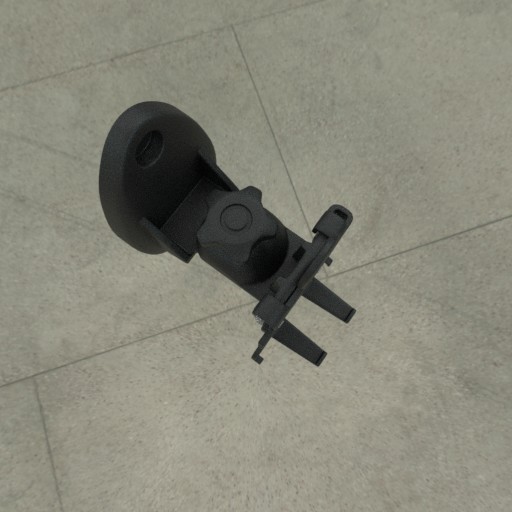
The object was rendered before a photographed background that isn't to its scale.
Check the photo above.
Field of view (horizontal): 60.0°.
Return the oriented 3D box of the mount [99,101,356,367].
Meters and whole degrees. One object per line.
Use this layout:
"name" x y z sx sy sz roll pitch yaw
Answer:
"mount" 0.000 0.000 0.176 0.100 0.118 0.066 35 79 8
